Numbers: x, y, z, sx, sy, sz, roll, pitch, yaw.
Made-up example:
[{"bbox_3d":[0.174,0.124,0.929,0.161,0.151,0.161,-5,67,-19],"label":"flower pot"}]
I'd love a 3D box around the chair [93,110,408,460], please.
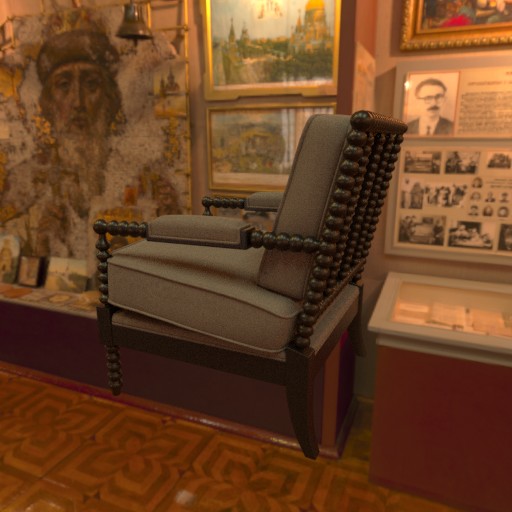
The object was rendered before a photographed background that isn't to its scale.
[{"bbox_3d":[0.000,0.000,1.109,0.622,0.661,0.540,7,16,24],"label":"chair"}]
